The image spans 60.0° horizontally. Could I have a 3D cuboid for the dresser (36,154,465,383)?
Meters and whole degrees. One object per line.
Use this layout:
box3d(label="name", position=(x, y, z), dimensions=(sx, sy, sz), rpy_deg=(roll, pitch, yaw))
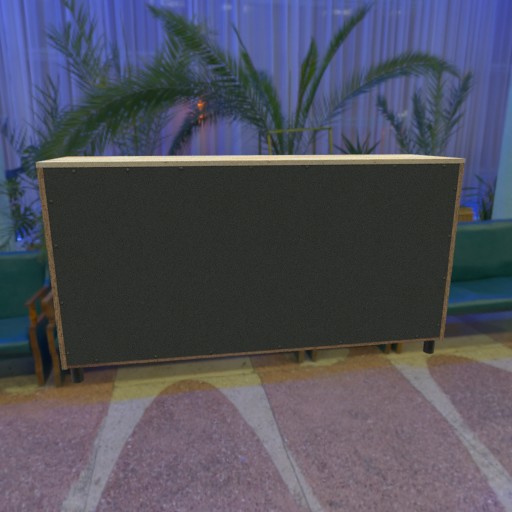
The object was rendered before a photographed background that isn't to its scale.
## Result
box3d(label="dresser", position=(0.000, 0.000, 1.917), dimensions=(1.547, 0.834, 0.487), rpy_deg=(-2, 15, -9))
